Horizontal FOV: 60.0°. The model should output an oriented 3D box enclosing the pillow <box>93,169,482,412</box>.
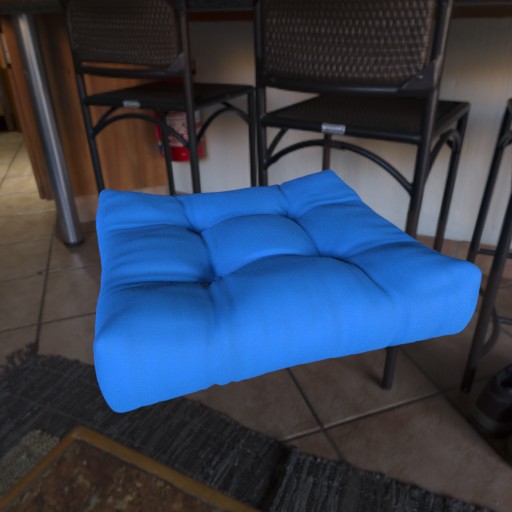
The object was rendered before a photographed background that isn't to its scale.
[{"bbox_3d":[0.000,0.000,0.713,0.490,0.128,0.468,-8,30,-15],"label":"pillow"}]
